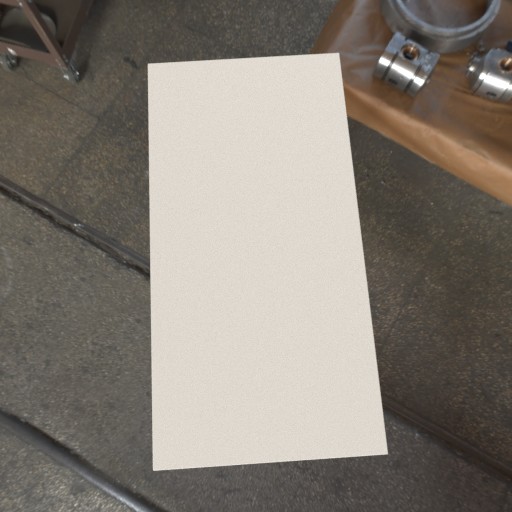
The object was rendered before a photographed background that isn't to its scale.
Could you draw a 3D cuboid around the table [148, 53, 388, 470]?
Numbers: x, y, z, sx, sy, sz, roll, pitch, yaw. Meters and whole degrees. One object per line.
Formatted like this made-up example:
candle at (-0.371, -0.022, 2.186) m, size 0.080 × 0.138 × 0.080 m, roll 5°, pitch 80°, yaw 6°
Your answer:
table at (0.000, 0.000, 1.487) m, size 0.609 × 0.432 × 1.194 m, roll -4°, pitch 77°, yaw -1°
